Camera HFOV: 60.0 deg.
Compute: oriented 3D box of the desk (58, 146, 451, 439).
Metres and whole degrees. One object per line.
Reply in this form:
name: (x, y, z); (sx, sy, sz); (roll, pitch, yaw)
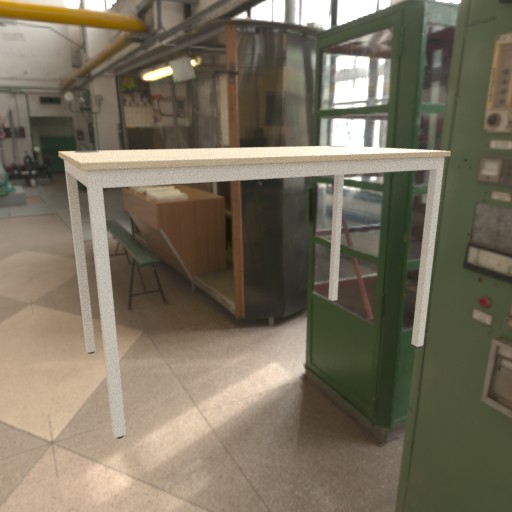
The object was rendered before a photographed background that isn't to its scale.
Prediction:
desk: (0.000, 0.000, 1.617); (1.200, 0.750, 0.600); (-8, 18, -26)
